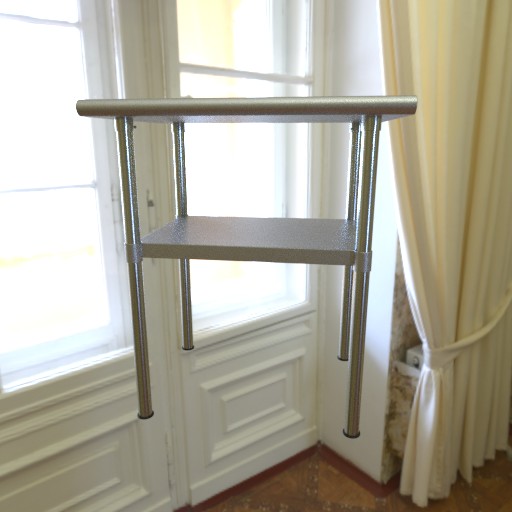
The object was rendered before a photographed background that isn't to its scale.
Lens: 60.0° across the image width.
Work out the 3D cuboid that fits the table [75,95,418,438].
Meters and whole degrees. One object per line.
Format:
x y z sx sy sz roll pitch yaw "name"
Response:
0.000 0.000 1.361 0.762 0.876 0.584 2 15 8 "table"
